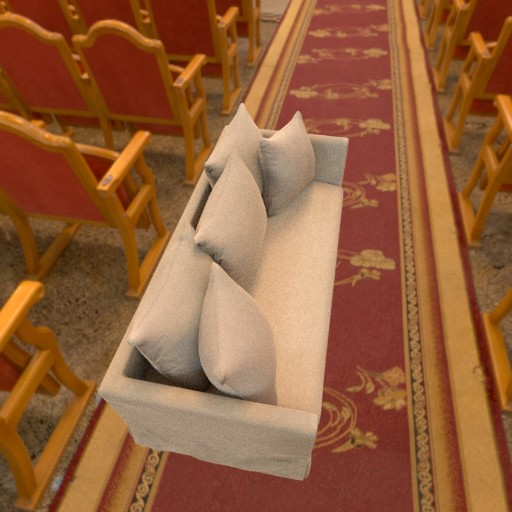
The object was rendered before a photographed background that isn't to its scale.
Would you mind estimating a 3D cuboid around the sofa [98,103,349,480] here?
[{"bbox_3d":[0.000,0.000,2.797,1.031,1.034,2.290,8,47,8],"label":"sofa"}]
